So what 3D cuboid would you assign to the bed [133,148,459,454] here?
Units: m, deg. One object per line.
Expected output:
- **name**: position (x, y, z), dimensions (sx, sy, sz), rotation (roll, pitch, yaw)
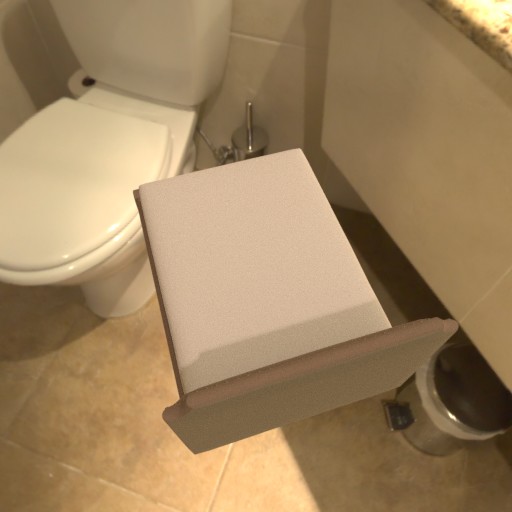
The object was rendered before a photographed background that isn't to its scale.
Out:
- **bed**: position (0.000, 0.000, 3.463), dimensions (1.713, 1.443, 2.372), rotation (-15, 60, -9)
